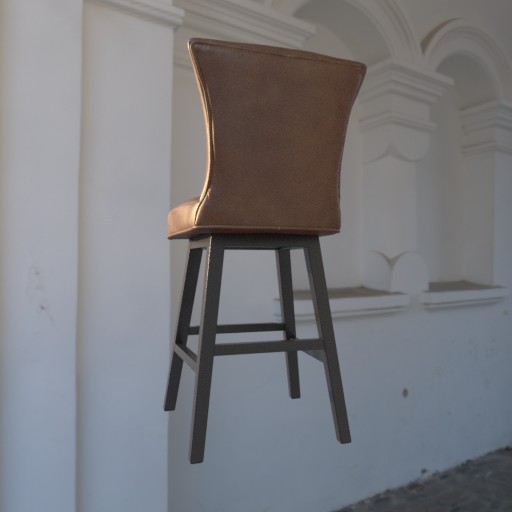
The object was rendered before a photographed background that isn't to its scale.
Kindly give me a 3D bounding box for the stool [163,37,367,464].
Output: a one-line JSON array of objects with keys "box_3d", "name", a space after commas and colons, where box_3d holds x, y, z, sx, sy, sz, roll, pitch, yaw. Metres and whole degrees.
[{"box_3d": [0.000, 0.000, 1.404, 0.522, 1.094, 0.585, 0, -1, -17], "name": "stool"}]
